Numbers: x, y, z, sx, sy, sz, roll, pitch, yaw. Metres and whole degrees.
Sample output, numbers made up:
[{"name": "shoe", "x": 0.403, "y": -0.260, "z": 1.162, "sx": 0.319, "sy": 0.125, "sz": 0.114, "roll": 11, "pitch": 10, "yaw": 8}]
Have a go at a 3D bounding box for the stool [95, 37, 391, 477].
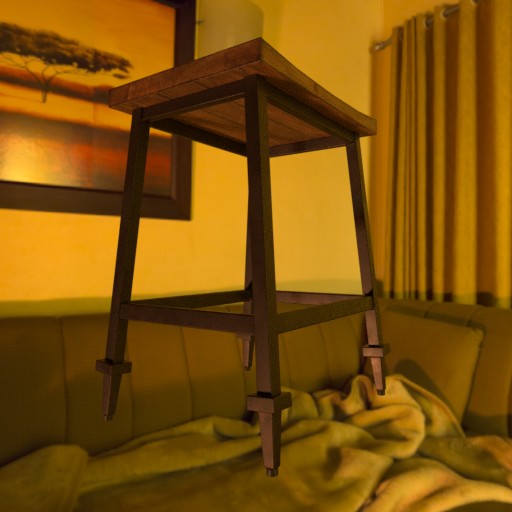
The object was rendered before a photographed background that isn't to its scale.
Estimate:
[{"name": "stool", "x": 0.000, "y": 0.000, "z": 0.923, "sx": 0.405, "sy": 0.625, "sz": 0.486, "roll": 0, "pitch": 0, "yaw": 35}]
